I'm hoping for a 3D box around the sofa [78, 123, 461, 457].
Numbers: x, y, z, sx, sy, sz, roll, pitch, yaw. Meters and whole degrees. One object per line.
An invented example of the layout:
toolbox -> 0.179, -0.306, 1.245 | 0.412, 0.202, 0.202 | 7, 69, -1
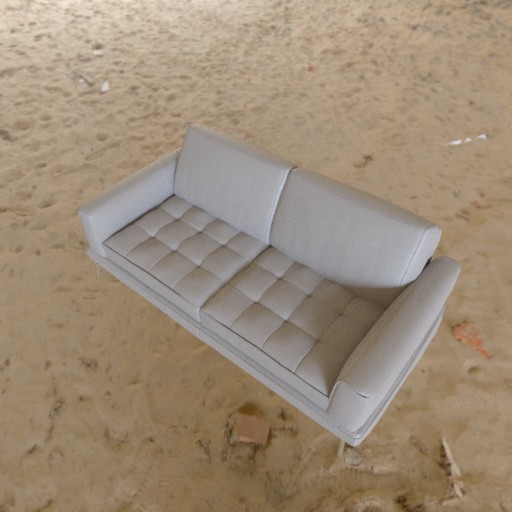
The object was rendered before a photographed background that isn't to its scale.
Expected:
sofa -> 0.000, 0.000, 2.747 | 2.177, 0.930, 1.121 | 30, 52, 26
